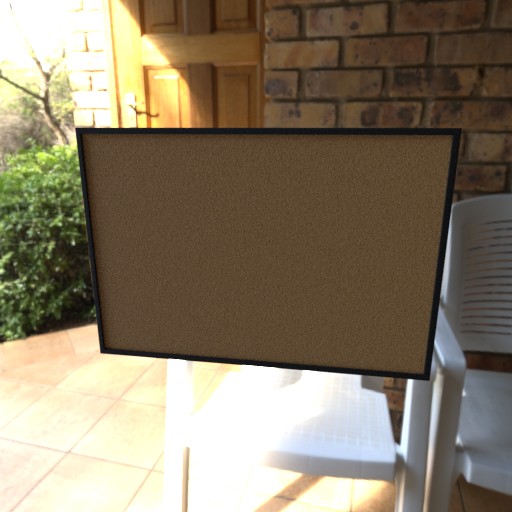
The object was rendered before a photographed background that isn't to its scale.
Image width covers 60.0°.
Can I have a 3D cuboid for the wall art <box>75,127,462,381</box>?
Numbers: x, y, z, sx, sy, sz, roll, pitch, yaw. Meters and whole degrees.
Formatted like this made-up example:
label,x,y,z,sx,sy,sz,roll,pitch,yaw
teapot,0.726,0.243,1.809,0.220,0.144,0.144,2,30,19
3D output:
label,x,y,z,sx,sy,sz,roll,pitch,yaw
wall art,0.000,0.000,1.196,0.963,0.665,0.013,3,17,9
